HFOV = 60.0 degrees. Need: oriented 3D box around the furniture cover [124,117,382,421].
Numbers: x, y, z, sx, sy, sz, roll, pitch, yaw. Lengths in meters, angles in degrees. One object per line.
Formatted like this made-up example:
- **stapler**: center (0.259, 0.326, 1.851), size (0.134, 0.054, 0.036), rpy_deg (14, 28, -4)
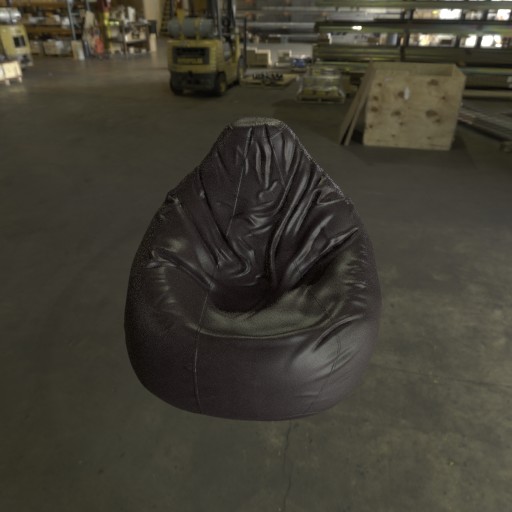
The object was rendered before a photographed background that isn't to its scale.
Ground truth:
- **furniture cover**: center (0.000, 0.000, 1.871), size (1.070, 0.990, 1.070), rpy_deg (0, 30, 1)
